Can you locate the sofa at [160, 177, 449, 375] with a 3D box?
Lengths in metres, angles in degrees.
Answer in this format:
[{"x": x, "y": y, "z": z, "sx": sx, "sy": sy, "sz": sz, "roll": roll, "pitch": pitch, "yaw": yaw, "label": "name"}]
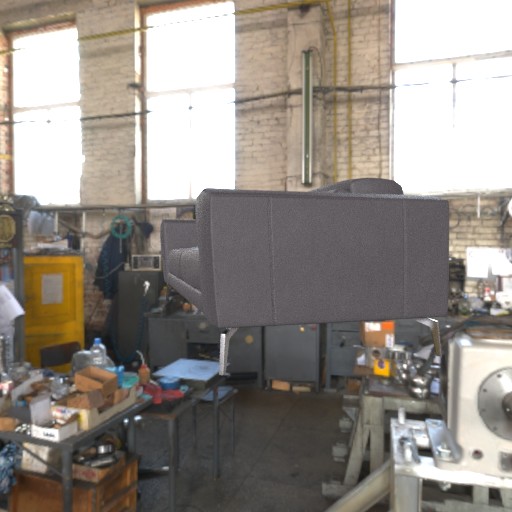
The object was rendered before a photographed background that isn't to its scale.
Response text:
[{"x": 0.000, "y": 0.000, "z": 2.816, "sx": 1.048, "sy": 0.814, "sz": 2.330, "roll": 0, "pitch": 1, "yaw": -16, "label": "sofa"}]
